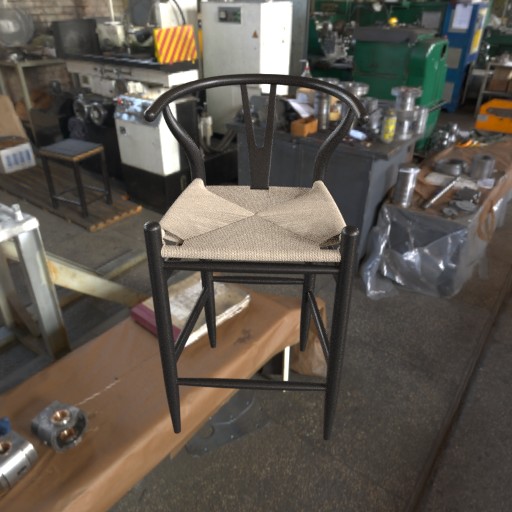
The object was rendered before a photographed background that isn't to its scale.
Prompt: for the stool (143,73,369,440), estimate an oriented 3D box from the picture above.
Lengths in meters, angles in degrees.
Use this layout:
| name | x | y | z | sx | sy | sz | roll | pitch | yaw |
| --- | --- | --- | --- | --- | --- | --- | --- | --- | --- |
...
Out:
| name | x | y | z | sx | sy | sz | roll | pitch | yaw |
| --- | --- | --- | --- | --- | --- | --- | --- | --- | --- |
| stool | 0.000 | 0.000 | 1.365 | 0.569 | 0.970 | 0.579 | 2 | 31 | 3 |
